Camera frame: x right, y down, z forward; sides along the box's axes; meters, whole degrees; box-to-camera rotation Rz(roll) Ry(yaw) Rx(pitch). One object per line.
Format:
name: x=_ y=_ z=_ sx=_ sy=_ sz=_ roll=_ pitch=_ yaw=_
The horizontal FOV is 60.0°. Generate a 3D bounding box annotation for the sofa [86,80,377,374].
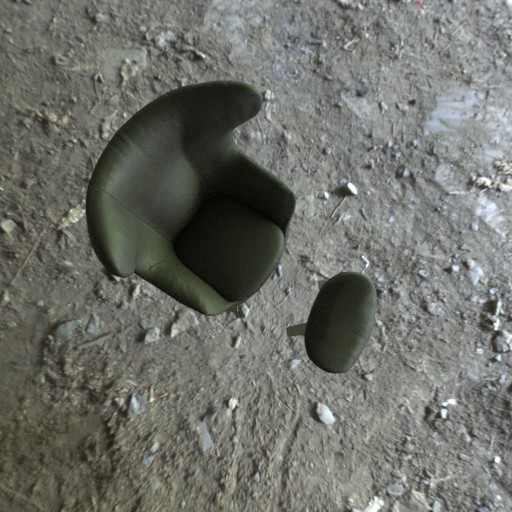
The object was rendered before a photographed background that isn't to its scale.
sofa: x=0.000 y=0.000 z=2.096 sx=1.444 sy=1.135 sz=0.894 roll=34 pitch=79 yaw=8
